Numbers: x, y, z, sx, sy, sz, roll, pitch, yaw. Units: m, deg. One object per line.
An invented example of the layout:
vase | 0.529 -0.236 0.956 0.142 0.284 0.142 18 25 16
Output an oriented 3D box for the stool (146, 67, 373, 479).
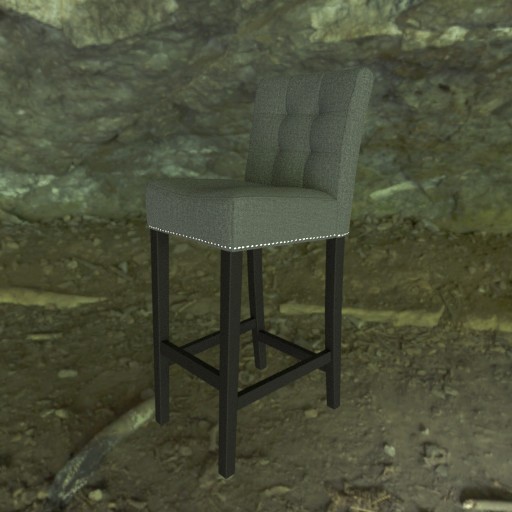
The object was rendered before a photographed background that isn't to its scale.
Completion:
stool | 0.000 0.000 1.316 0.548 1.047 0.411 -15 22 -42
